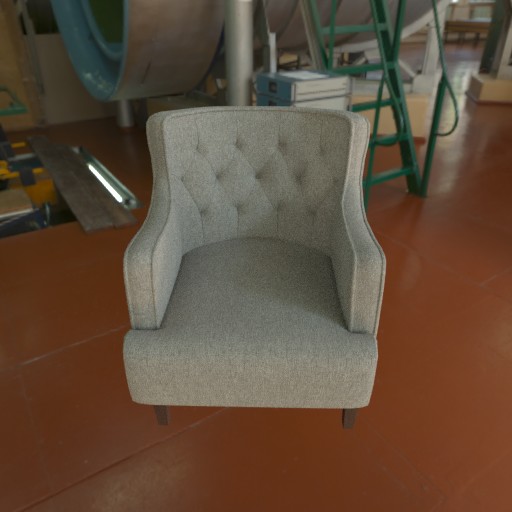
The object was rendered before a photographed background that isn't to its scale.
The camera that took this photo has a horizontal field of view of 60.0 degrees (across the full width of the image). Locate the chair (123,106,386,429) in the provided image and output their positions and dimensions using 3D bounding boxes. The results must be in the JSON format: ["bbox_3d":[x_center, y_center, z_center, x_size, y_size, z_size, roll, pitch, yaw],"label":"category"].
[{"bbox_3d":[0.000,0.000,1.616,0.820,0.920,0.910,1,31,1],"label":"chair"}]
